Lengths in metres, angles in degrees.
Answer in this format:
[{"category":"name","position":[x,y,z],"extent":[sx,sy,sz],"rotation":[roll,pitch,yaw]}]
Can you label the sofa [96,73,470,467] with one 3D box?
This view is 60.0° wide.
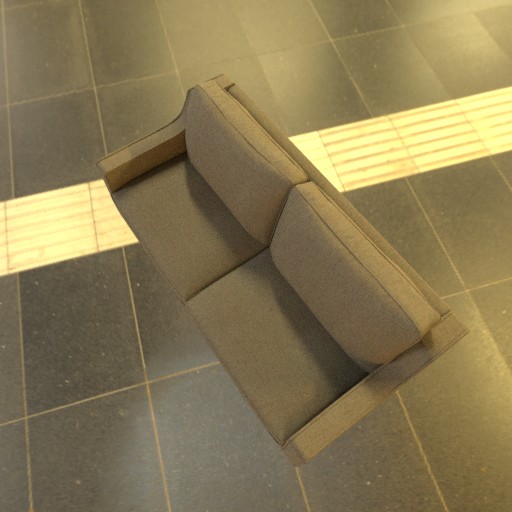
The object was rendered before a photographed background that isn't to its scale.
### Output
[{"category":"sofa","position":[0.000,0.000,2.743],"extent":[1.073,1.074,2.181],"rotation":[-33,68,-15]}]
